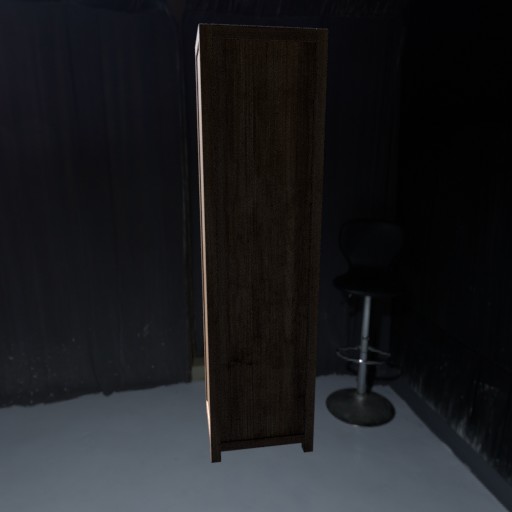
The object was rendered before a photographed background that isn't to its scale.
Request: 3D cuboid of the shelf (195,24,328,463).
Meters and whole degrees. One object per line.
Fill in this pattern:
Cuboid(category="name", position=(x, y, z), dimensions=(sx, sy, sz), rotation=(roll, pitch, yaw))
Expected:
Cuboid(category="shelf", position=(0.000, 0.000, 2.115), dimensions=(0.500, 1.900, 0.428), rotation=(-2, 14, -9))
